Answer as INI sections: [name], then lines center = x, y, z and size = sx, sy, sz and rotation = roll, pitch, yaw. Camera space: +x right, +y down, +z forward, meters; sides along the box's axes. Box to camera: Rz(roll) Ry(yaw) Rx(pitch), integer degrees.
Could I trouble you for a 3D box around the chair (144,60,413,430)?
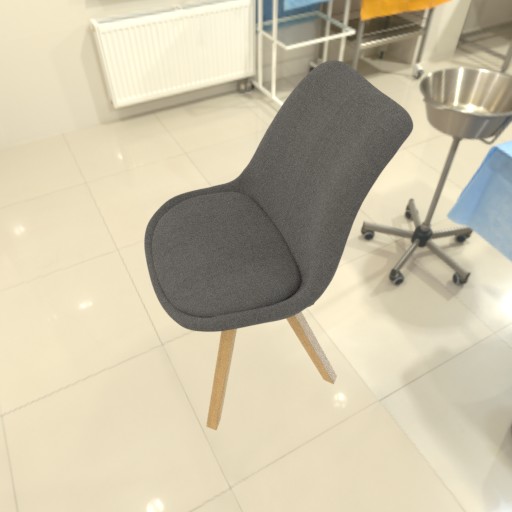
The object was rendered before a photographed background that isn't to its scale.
[chair]
center = 0.000, 0.000, 1.162
size = 0.550, 0.850, 0.485
rotation = -16, 49, -15
